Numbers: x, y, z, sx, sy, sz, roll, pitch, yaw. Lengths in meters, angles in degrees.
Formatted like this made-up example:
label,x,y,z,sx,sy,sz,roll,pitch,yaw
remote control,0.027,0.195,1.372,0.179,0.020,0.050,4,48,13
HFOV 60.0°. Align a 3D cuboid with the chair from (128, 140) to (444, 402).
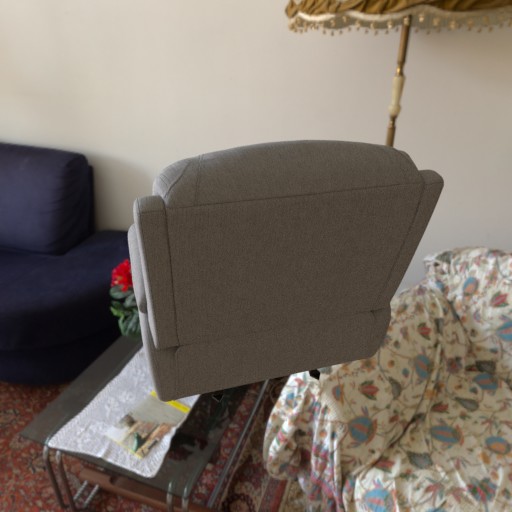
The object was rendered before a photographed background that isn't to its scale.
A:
label,x,y,z,sx,sy,sz,roll,pitch,yaw
chair,0.000,0.000,1.706,0.930,1.011,0.899,-8,28,-15
